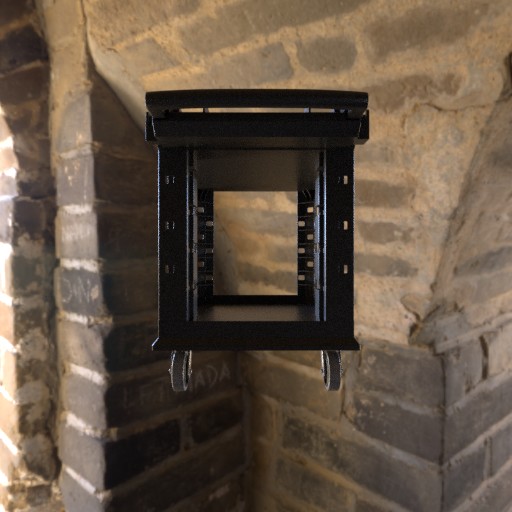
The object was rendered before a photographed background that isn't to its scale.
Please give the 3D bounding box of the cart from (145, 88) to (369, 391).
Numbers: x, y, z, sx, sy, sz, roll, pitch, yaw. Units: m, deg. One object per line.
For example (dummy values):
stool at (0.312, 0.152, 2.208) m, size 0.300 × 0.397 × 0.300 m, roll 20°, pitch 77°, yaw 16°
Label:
cart at (0.000, 0.000, 1.733) m, size 0.674 × 0.884 × 1.239 m, roll 0°, pitch 0°, yaw 0°
